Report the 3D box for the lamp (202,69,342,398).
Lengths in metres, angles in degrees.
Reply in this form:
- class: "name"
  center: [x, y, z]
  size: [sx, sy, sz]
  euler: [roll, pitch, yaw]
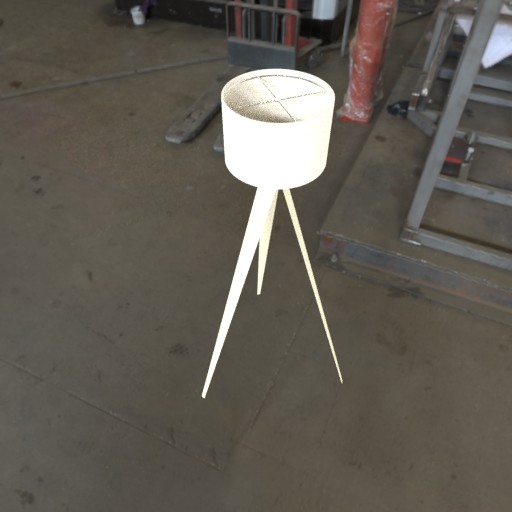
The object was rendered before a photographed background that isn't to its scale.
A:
- class: "lamp"
  center: [0.000, 0.000, 1.935]
  size: [0.724, 1.524, 0.716]
  euler: [-15, 49, -14]
